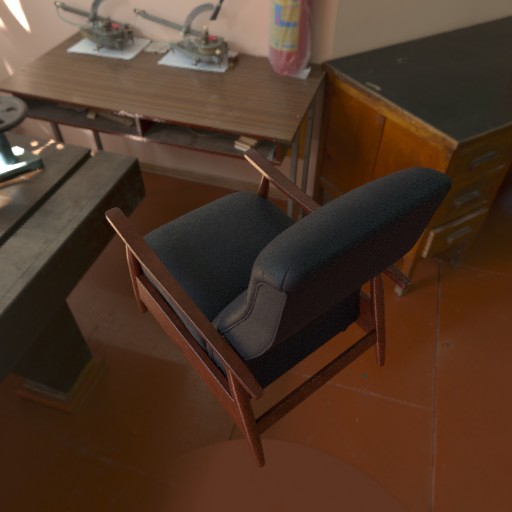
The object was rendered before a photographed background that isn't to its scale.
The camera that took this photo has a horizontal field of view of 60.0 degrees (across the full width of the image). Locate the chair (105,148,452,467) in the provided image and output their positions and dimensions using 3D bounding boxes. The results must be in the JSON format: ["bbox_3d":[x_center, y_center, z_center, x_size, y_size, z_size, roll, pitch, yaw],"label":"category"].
[{"bbox_3d":[0.000,0.000,1.732,0.762,1.082,1.014,-30,53,-26],"label":"chair"}]
